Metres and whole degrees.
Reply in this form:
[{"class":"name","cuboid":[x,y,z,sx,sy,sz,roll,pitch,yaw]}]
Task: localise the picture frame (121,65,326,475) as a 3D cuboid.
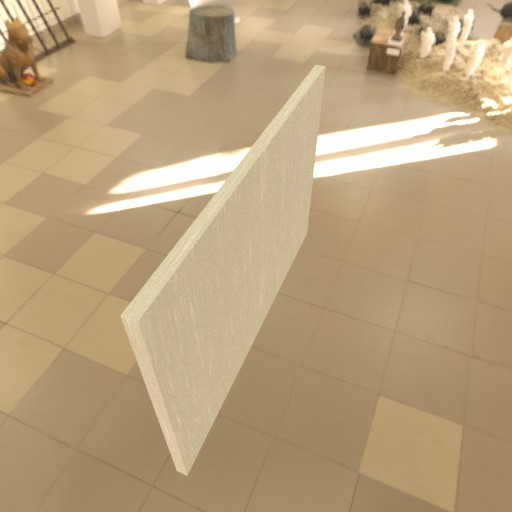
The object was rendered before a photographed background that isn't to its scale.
[{"class":"picture frame","cuboid":[0.000,0.000,1.172,0.029,0.640,0.950,17,48,16]}]
